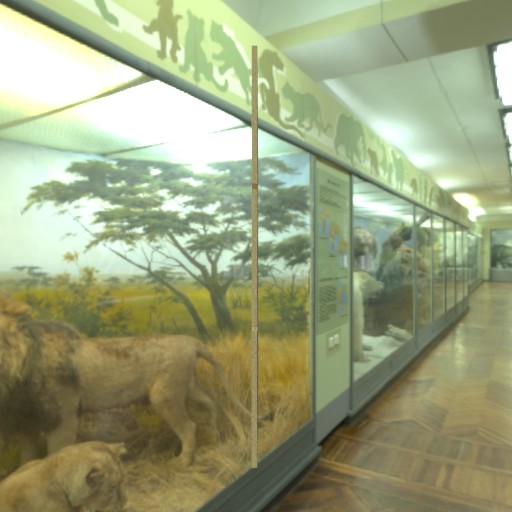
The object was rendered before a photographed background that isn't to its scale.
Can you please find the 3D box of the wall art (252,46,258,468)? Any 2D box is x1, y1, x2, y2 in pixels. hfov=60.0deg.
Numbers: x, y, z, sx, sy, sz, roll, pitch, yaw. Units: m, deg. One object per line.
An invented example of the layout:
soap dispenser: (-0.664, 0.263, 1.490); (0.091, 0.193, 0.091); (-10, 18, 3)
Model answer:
wall art: (0.000, 0.000, 1.874); (0.016, 1.207, 1.217); (0, 0, 0)
